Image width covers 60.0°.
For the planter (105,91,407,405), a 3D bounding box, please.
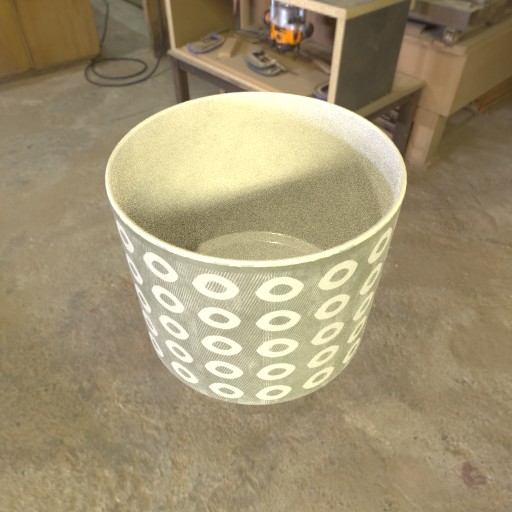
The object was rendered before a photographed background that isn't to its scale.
[{"bbox_3d":[0.000,0.000,0.461,0.250,0.239,0.250,0,45,0],"label":"planter"}]
